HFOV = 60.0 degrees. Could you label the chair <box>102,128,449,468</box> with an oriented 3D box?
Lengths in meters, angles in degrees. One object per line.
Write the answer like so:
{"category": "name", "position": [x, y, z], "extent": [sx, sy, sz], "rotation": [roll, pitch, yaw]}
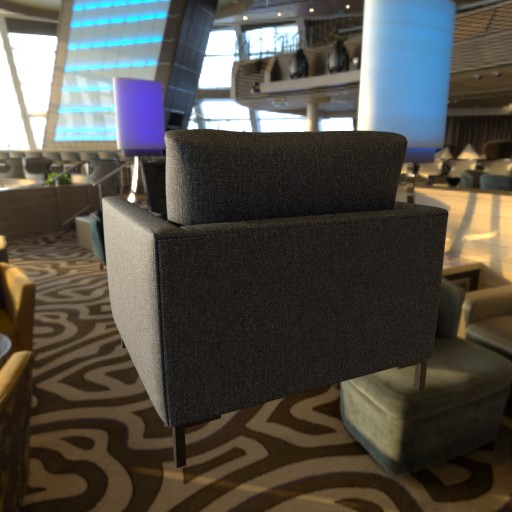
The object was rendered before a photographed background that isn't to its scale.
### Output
{"category": "chair", "position": [0.000, 0.000, 1.599], "extent": [0.963, 0.861, 0.866], "rotation": [-6, 15, -25]}
